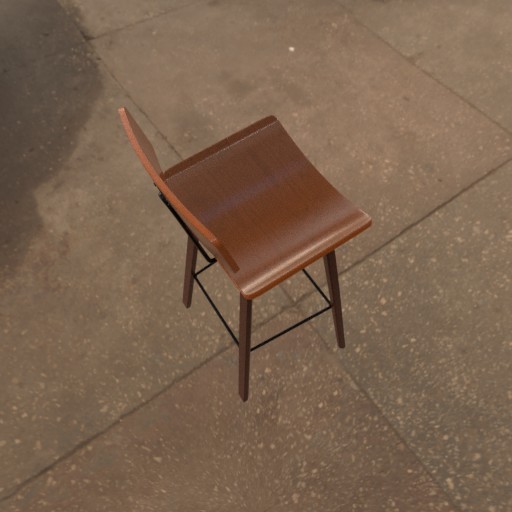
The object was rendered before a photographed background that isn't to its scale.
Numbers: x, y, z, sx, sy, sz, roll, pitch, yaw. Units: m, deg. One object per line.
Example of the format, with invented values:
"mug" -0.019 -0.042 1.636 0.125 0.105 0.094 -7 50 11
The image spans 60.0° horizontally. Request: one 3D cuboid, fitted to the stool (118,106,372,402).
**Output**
"stool" 0.000 0.000 1.231 0.440 0.969 0.509 -29 63 -16
